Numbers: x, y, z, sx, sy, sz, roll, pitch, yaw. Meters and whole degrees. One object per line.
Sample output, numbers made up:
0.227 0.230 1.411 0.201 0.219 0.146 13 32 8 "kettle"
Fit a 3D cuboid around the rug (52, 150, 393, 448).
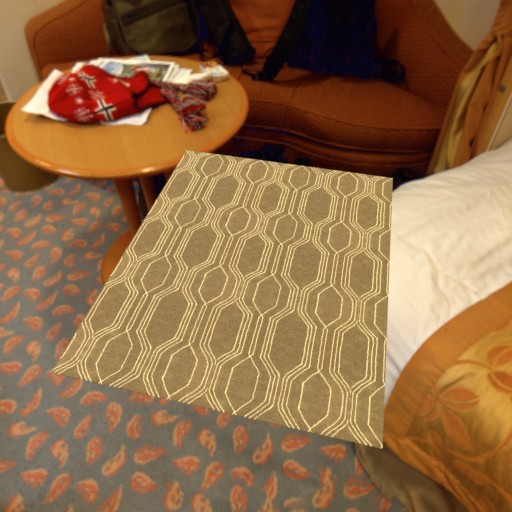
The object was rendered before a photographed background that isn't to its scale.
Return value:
0.000 0.000 4.177 2.457 0.012 3.062 10 47 9 "rug"
